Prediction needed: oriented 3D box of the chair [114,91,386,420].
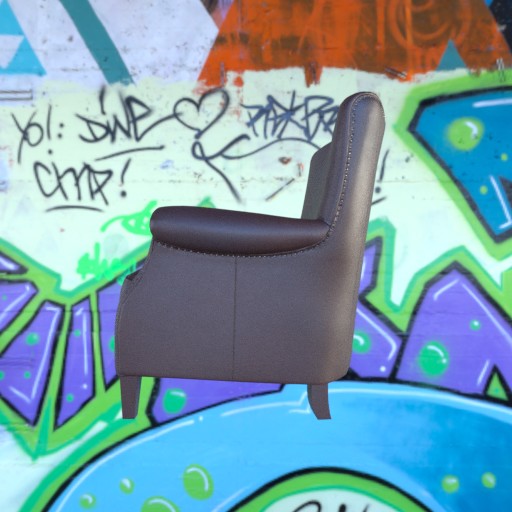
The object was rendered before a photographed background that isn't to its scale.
[{"bbox_3d":[0.000,0.000,1.352,0.746,0.800,0.700,0,1,1],"label":"chair"}]
